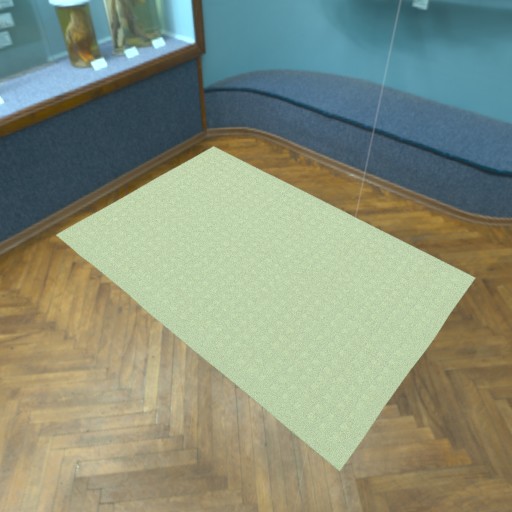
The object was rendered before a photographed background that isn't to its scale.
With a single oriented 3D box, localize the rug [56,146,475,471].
[{"bbox_3d":[0.000,0.000,2.179,1.747,0.006,1.143,32,53,28],"label":"rug"}]
